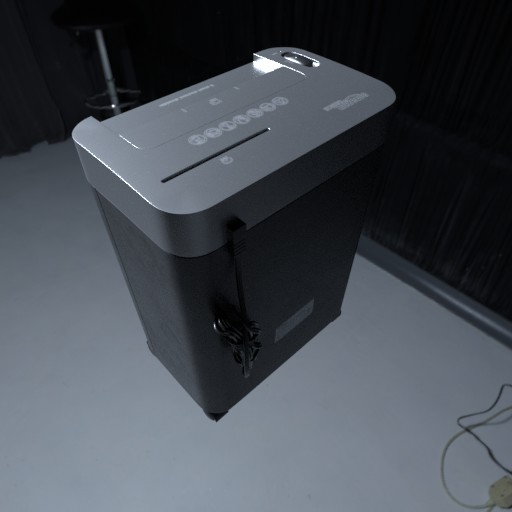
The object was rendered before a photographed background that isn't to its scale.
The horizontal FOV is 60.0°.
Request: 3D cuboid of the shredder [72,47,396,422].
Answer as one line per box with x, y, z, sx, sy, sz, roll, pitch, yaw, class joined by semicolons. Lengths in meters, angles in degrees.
0.000;0.000;0.598;0.311;0.419;0.237;-34;55;-28;shredder
